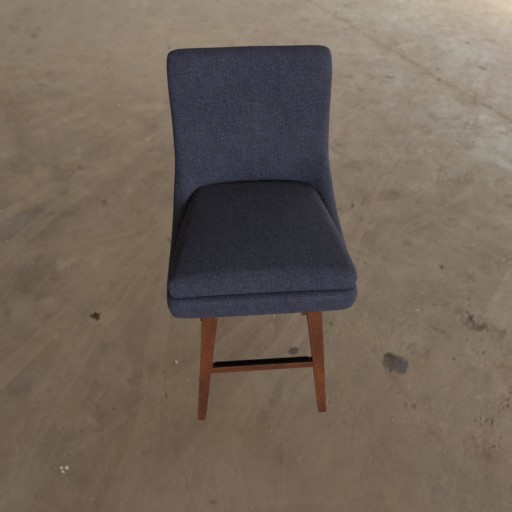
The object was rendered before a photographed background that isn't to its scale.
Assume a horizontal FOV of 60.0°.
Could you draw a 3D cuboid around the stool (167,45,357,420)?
[{"bbox_3d":[0.000,0.000,1.379,0.489,1.068,0.572,-3,46,-3],"label":"stool"}]
